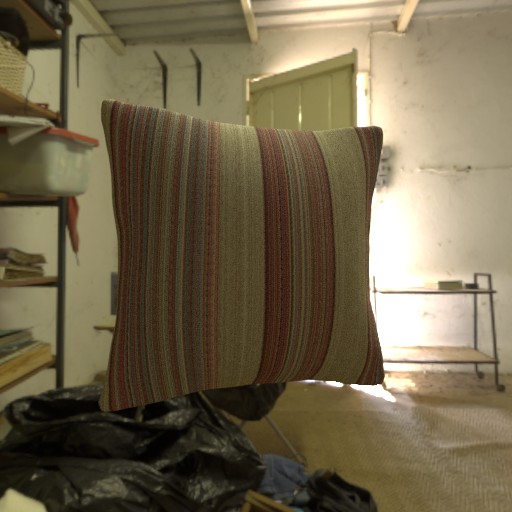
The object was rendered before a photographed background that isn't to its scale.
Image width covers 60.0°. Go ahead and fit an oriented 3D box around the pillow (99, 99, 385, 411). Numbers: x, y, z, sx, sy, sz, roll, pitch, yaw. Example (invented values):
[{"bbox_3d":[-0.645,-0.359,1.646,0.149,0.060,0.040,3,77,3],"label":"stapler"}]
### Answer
[{"bbox_3d":[0.000,0.000,0.653,0.437,0.419,0.136,0,0,-18],"label":"pillow"}]
